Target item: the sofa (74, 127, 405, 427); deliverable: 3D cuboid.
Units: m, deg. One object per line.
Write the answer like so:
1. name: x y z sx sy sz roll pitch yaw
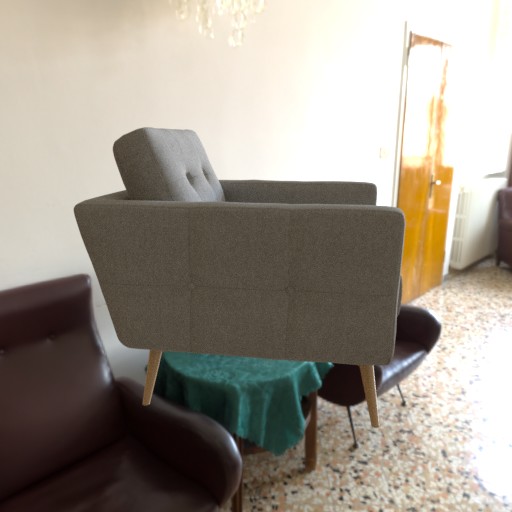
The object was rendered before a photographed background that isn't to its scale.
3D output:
1. sofa: 0.000 0.000 1.552 0.920 0.860 0.770 2 15 9
